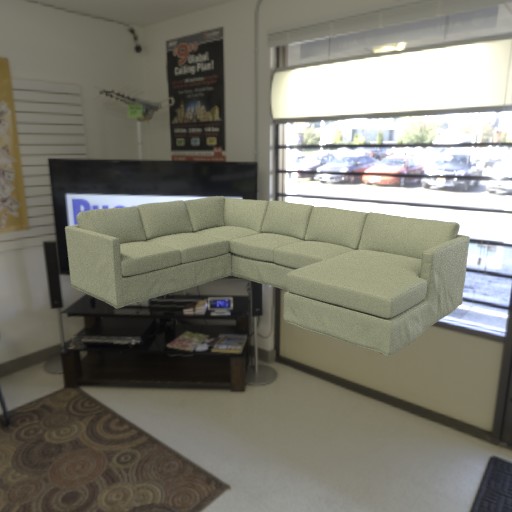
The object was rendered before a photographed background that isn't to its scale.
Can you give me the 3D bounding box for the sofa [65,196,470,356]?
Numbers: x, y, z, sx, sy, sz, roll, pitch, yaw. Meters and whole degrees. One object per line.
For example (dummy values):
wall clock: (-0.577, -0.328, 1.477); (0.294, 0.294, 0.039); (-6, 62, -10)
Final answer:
sofa: (0.000, 0.000, 4.593); (3.460, 0.882, 2.427); (12, 18, 41)
